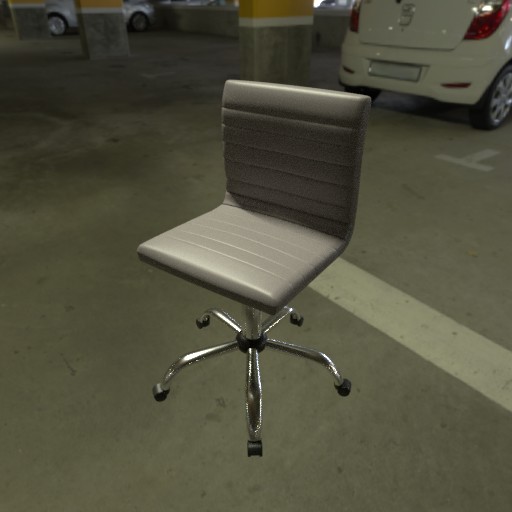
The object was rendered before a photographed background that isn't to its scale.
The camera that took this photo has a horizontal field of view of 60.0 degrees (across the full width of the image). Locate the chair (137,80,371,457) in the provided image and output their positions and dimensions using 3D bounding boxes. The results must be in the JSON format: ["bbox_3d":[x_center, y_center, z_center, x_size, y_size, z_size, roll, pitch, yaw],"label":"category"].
[{"bbox_3d":[0.000,0.000,1.129,0.556,0.780,0.530,19,36,29],"label":"chair"}]
